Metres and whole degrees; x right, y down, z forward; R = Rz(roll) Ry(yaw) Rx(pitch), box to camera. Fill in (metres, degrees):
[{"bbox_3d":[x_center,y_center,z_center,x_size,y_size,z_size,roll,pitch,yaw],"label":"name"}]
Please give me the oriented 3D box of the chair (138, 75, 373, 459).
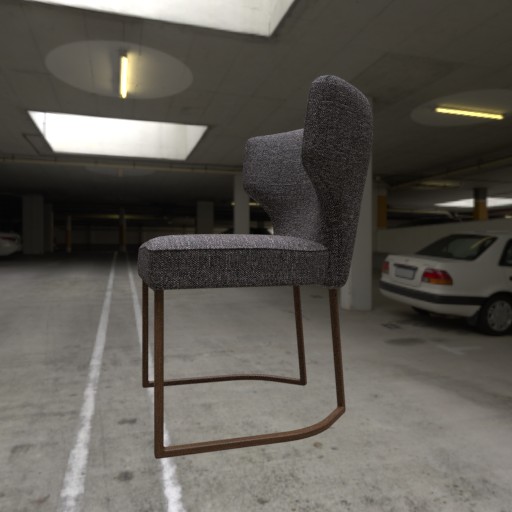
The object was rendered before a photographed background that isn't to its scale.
[{"bbox_3d":[0.000,0.000,1.229,0.617,0.824,0.611,0,0,-17],"label":"chair"}]
